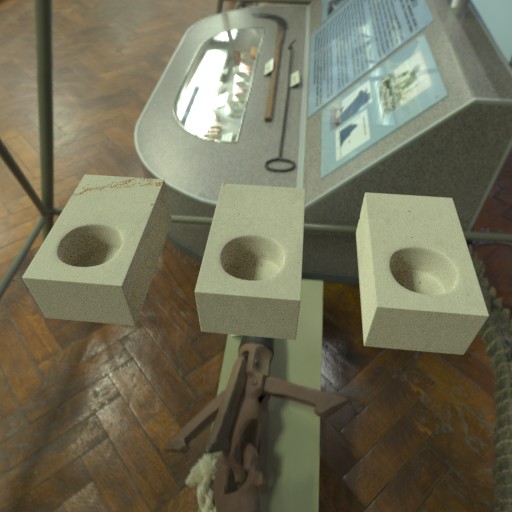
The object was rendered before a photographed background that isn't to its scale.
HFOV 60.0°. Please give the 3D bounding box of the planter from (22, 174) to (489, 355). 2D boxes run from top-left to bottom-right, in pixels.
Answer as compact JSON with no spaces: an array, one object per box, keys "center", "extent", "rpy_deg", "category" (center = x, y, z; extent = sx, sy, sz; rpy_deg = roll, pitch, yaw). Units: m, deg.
[{"center":[0.000,0.000,0.376],"extent":[0.333,0.051,0.127],"rpy_deg":[4,47,4],"category":"planter"}]
